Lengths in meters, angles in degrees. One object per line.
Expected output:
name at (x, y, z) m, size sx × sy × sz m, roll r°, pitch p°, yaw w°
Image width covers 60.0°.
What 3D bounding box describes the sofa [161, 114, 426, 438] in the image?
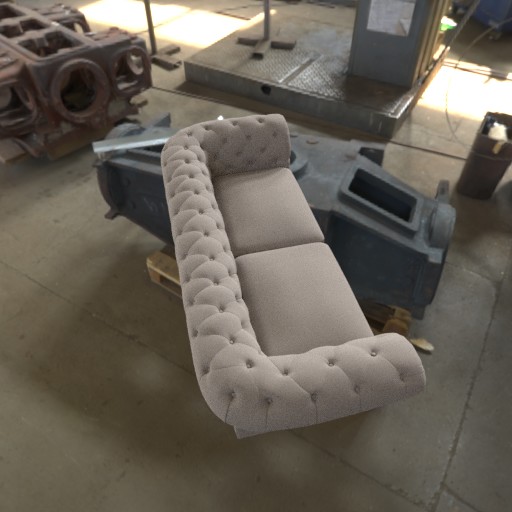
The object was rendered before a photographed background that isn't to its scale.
sofa at (0.000, 0.000, 2.836) m, size 0.991 × 0.749 × 2.411 m, roll -10°, pitch 47°, yaw -9°
